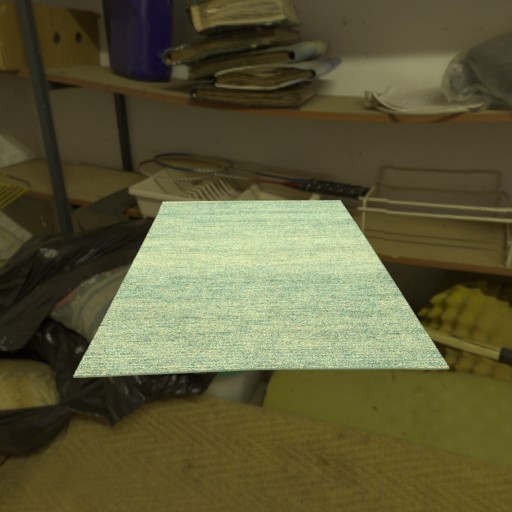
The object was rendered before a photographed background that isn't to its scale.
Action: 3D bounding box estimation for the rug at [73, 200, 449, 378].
[{"bbox_3d":[0.000,0.000,5.119,2.802,0.052,4.078,-1,25,-1],"label":"rug"}]
